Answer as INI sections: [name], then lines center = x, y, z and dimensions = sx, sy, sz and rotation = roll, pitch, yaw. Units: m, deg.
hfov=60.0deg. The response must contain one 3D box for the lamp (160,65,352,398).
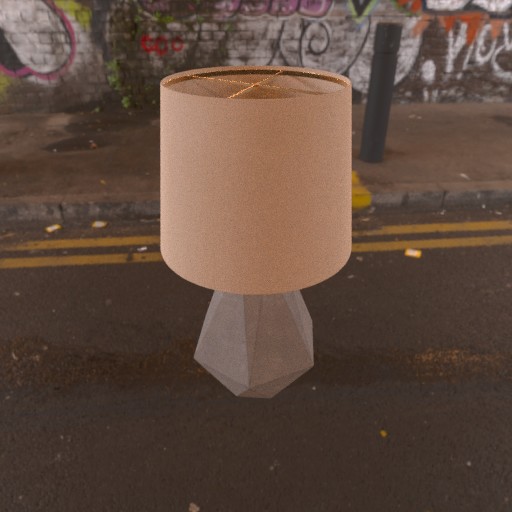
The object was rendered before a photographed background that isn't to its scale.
[lamp]
center = 0.000, 0.000, 0.668
dimensions = 0.276, 0.501, 0.276
rotation = 0, 31, 0
